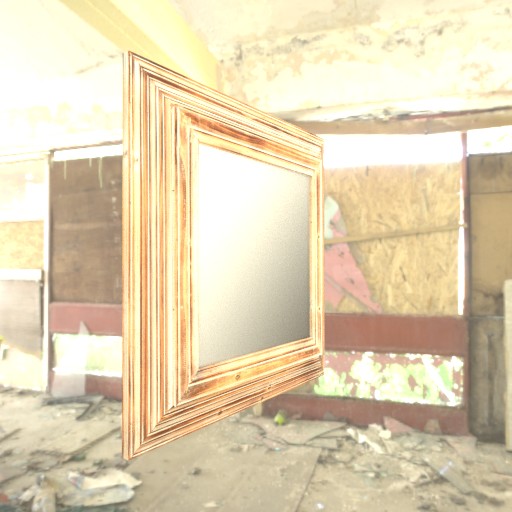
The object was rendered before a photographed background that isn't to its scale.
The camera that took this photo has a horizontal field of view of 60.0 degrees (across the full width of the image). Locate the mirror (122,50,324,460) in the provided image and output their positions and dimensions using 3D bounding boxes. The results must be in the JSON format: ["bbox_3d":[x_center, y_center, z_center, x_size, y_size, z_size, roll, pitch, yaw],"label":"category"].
[{"bbox_3d":[0.000,0.000,1.184,0.061,0.804,0.804,0,0,37],"label":"mirror"}]
